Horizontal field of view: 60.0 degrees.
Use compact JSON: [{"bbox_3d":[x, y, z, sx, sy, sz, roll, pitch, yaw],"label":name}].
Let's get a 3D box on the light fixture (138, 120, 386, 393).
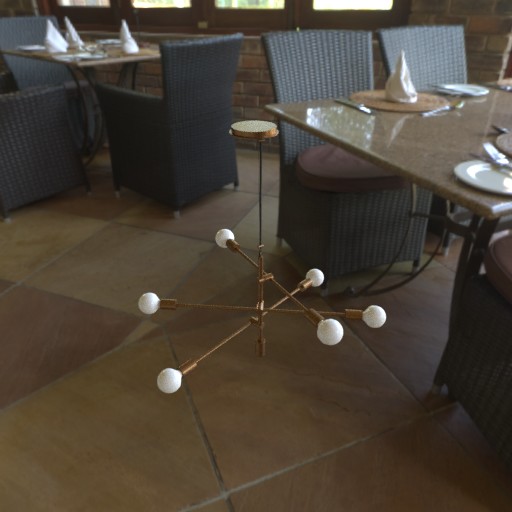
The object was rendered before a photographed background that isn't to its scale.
[{"bbox_3d":[0.000,0.000,1.278,0.682,0.744,0.637,-10,32,-17],"label":"light fixture"}]
